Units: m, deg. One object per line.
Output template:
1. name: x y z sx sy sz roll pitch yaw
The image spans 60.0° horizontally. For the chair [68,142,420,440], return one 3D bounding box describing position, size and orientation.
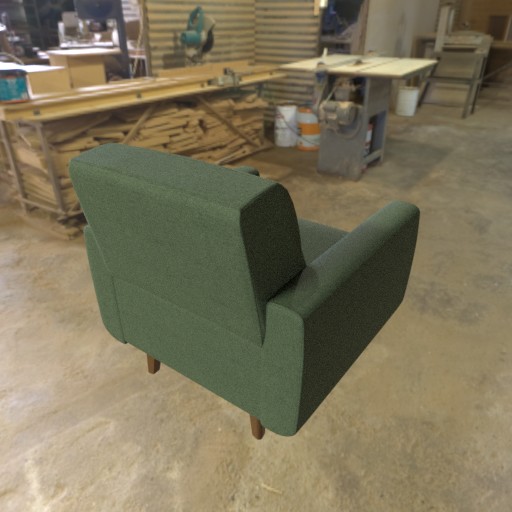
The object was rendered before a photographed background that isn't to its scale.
1. chair: 0.000 0.000 1.524 0.831 0.841 0.909 19 34 31
